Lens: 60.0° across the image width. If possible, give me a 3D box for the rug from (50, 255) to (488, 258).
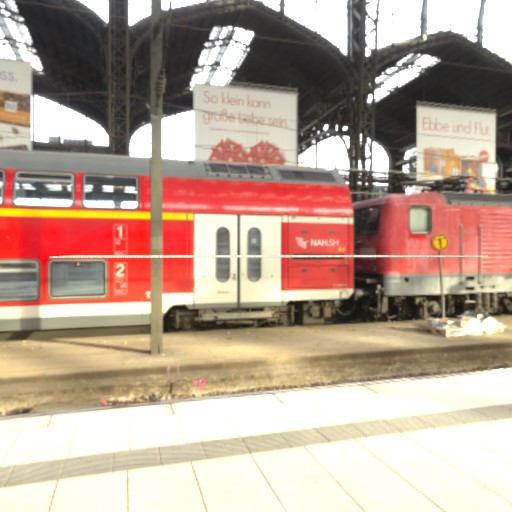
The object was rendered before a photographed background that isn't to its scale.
[{"bbox_3d":[0.000,0.000,2.302,1.818,0.005,1.217,0,0,-18],"label":"rug"}]
